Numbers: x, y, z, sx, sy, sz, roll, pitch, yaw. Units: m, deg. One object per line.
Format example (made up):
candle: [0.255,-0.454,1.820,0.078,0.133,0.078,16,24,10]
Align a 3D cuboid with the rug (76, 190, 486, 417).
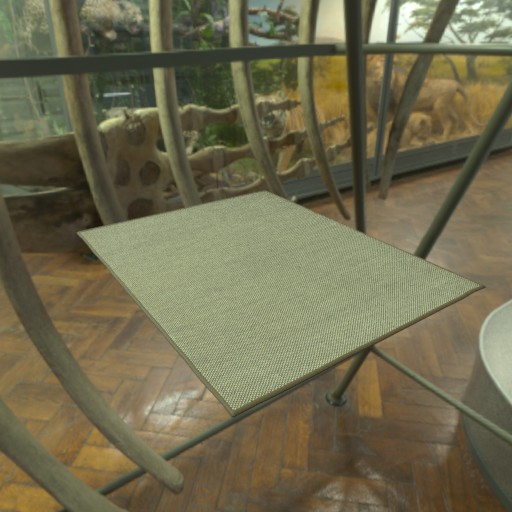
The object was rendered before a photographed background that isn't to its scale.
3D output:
rug: [0.000,0.000,4.066,2.413,0.020,3.041,-17,31,-31]
